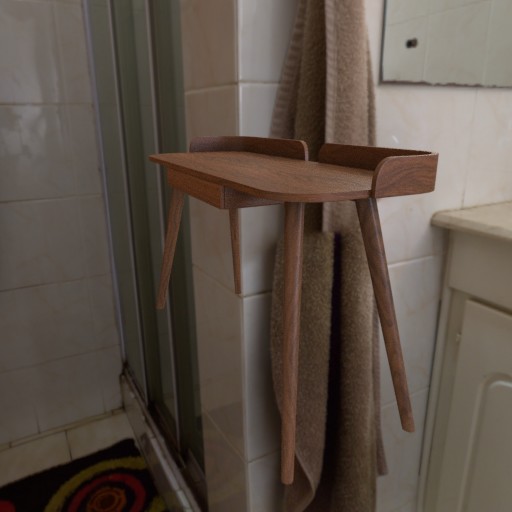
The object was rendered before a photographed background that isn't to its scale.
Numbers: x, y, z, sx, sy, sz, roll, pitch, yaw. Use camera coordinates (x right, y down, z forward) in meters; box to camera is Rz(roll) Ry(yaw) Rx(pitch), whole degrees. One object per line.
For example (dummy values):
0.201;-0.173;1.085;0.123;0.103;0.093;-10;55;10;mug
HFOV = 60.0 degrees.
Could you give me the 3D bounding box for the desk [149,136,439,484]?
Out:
0.000;0.000;1.623;0.486;0.800;1.256;-9;19;-26;desk
